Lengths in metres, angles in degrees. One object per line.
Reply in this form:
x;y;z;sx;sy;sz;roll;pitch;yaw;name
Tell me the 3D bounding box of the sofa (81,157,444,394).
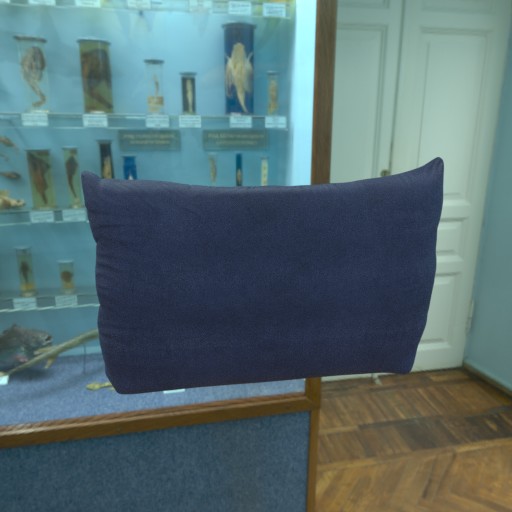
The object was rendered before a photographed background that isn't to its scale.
0.000;0.000;1.732;1.122;0.778;0.849;-2;16;-9;sofa
